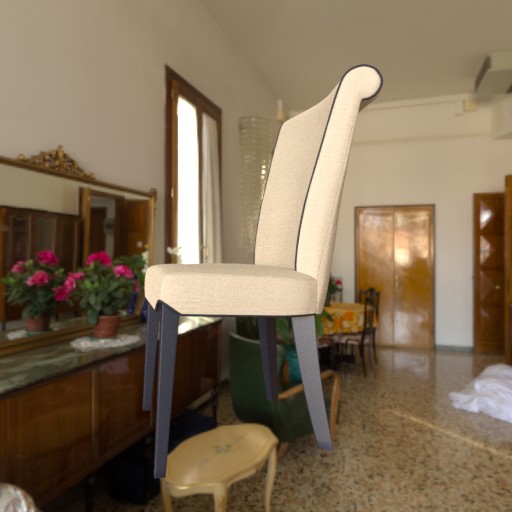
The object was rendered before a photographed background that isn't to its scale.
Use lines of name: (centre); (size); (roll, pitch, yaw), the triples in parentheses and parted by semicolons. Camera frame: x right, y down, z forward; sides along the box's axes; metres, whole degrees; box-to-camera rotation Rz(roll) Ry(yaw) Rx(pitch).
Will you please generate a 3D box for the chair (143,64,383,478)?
chair: (0.000, 0.000, 1.310); (0.623, 0.997, 0.522); (0, 0, -17)
